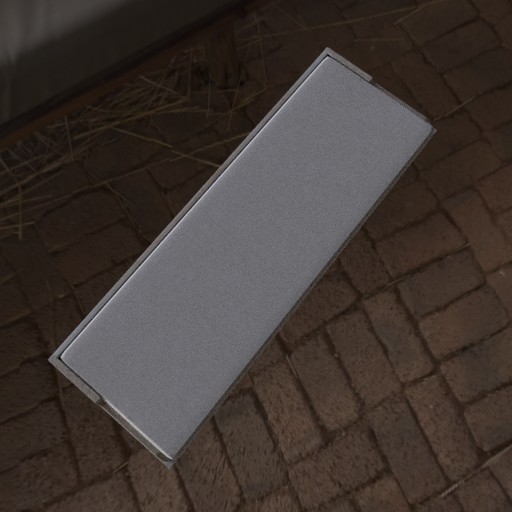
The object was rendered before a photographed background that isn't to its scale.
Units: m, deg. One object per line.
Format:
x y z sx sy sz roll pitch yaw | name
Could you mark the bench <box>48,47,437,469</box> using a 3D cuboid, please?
0.000 0.000 1.379 0.398 0.501 1.140 38 80 8 | bench
